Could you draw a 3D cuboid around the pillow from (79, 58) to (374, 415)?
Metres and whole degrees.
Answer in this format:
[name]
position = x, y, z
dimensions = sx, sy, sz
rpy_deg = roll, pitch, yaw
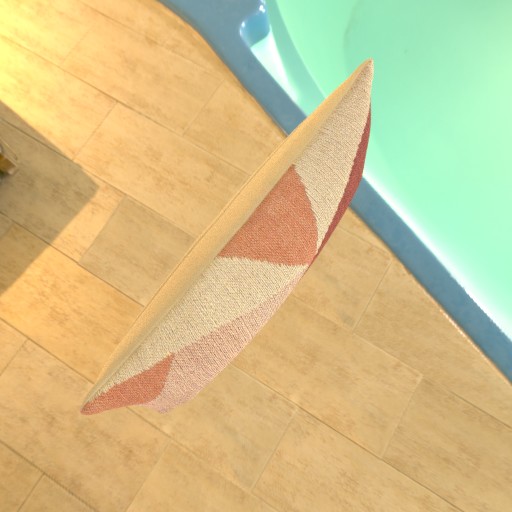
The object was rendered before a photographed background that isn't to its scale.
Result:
[pillow]
position = 0.000, 0.000, 0.704
dimensions = 0.155, 0.292, 0.609
rpy_deg = 37, 78, 9
